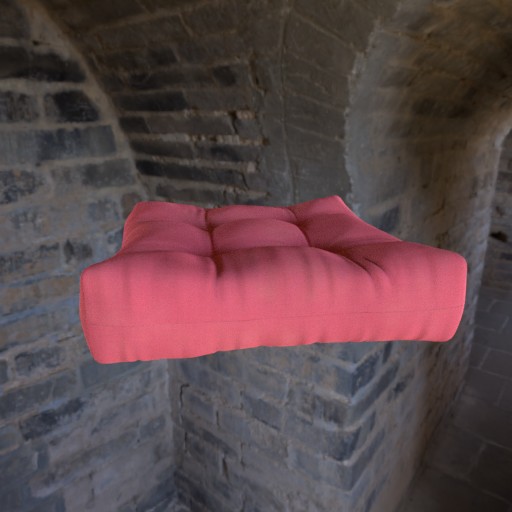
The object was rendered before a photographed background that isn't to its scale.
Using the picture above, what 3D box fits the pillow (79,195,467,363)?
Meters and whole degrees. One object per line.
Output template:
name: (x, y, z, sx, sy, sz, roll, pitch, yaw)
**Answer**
pillow: (0.000, 0.000, 0.731, 0.468, 0.128, 0.490, -2, 16, -8)
